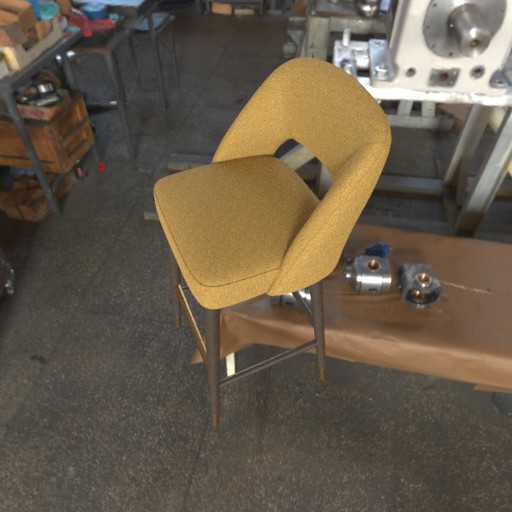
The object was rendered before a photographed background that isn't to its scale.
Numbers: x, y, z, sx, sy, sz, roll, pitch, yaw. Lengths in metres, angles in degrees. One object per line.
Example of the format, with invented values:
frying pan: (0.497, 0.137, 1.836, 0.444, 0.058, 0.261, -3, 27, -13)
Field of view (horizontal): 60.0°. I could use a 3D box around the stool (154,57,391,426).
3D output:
stool: (0.000, 0.000, 1.350, 0.522, 1.032, 0.536, -18, 49, -16)
